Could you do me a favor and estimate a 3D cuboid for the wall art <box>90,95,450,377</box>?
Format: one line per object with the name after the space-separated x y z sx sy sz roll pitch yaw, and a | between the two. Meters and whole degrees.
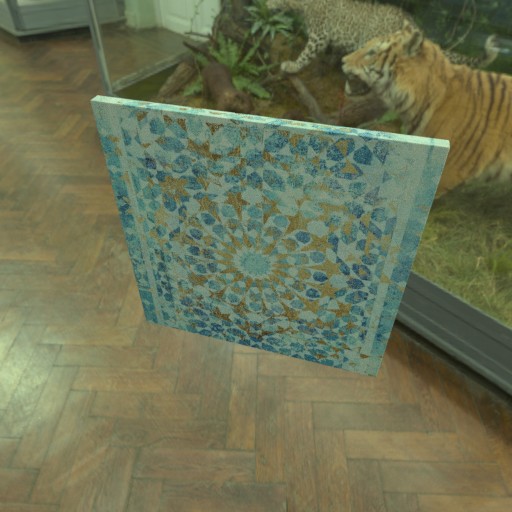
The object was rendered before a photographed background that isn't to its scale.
0.000 0.000 1.407 0.916 0.916 0.040 11 43 12 | wall art
